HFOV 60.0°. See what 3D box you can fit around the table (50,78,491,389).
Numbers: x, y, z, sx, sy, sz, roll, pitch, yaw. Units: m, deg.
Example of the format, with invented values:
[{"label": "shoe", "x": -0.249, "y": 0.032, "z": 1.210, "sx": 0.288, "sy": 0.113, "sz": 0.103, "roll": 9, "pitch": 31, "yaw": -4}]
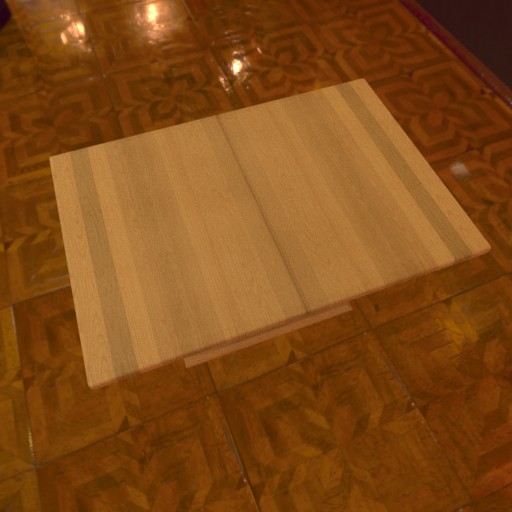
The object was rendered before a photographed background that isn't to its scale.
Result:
[{"label": "table", "x": 0.000, "y": 0.000, "z": 1.860, "sx": 1.300, "sy": 0.770, "sz": 0.900, "roll": -17, "pitch": 61, "yaw": -10}]
